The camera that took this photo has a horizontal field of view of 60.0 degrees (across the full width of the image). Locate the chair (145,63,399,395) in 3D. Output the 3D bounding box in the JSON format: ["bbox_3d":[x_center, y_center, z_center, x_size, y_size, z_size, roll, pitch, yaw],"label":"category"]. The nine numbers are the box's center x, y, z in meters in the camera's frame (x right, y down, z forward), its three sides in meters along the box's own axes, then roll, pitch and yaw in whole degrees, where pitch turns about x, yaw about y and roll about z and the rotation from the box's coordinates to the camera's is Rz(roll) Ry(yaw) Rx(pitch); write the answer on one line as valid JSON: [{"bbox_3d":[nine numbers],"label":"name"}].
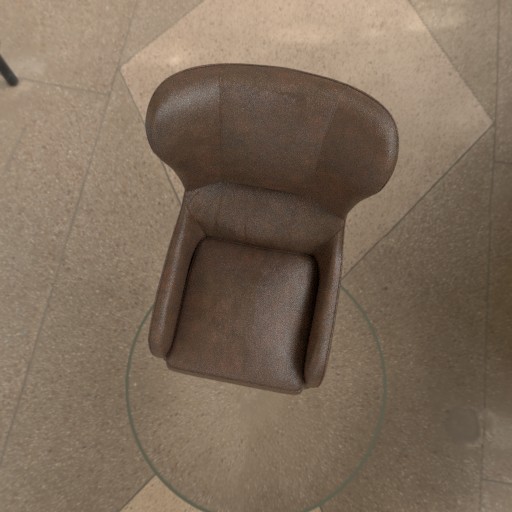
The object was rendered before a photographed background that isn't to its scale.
[{"bbox_3d":[0.000,0.000,1.614,0.692,1.048,0.914,10,75,3],"label":"chair"}]
